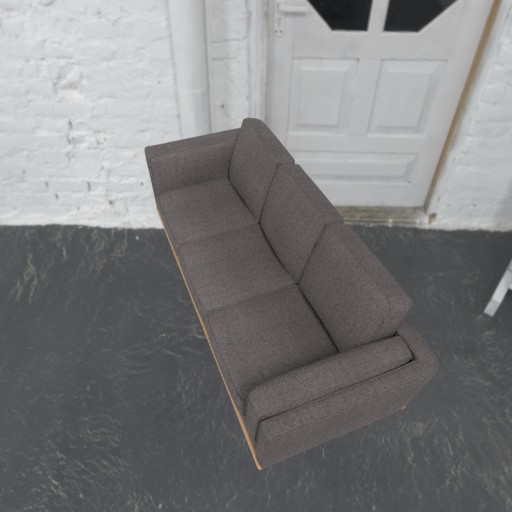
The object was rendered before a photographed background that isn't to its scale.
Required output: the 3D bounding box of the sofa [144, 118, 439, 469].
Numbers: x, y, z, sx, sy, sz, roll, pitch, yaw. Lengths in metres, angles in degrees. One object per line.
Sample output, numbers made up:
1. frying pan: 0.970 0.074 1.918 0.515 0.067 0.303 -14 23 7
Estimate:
1. sofa: 0.000 0.000 2.799 0.903 0.899 2.362 -16 47 -15
